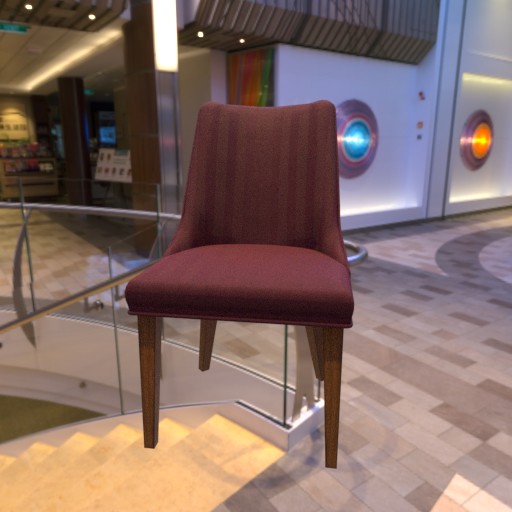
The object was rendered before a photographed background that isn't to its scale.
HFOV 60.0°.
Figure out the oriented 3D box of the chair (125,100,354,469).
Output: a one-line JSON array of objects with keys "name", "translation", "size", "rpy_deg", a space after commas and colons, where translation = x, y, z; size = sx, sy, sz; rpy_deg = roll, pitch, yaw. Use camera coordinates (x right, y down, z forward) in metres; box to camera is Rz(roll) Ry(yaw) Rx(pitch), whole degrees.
[{"name": "chair", "translation": [0.000, 0.000, 1.322], "size": [0.548, 0.916, 0.638], "rpy_deg": [2, 14, 9]}]
